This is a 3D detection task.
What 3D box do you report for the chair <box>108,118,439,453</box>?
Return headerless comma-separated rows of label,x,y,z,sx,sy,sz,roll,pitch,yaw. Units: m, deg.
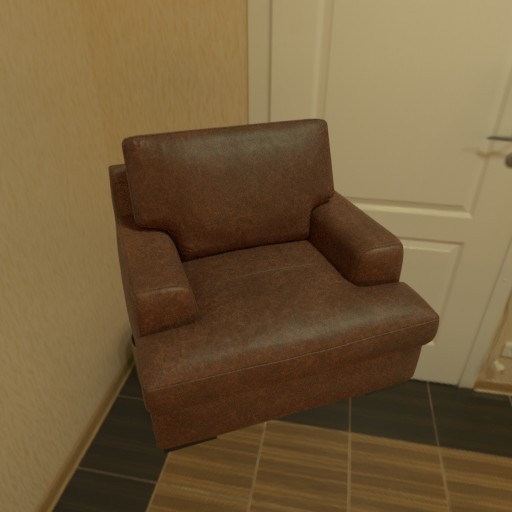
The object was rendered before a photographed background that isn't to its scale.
chair,0.000,0.000,1.960,1.168,0.939,1.143,-10,34,-15
